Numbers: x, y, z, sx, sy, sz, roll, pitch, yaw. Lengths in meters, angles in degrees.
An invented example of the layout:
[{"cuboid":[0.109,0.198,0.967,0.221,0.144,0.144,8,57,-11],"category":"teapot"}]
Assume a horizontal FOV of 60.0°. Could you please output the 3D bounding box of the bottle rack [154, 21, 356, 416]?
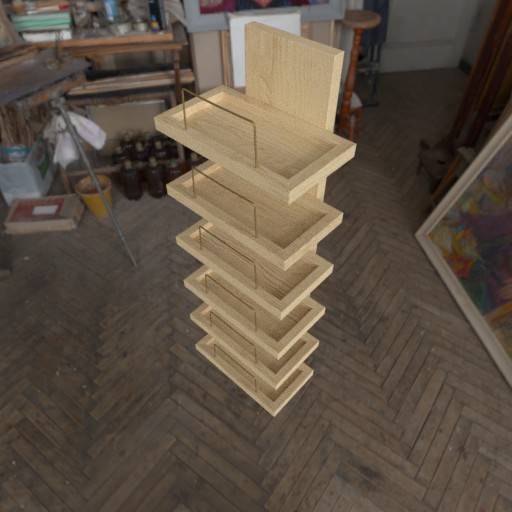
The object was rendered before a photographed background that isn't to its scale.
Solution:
[{"cuboid":[0.000,0.000,1.051,0.330,0.943,0.206,34,55,28],"category":"bottle rack"}]
